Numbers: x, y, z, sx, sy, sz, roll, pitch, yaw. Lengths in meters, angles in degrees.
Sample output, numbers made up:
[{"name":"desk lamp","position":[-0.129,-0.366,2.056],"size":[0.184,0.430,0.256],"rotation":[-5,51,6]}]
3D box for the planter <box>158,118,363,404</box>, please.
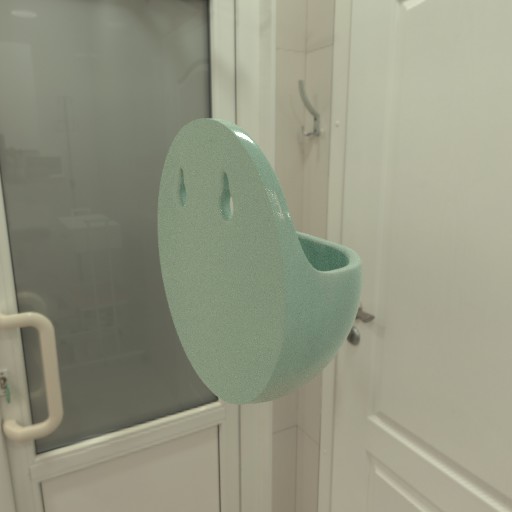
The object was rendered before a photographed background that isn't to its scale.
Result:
[{"name":"planter","position":[0.000,0.000,0.280],"size":[0.073,0.164,0.189],"rotation":[-7,15,-29]}]
